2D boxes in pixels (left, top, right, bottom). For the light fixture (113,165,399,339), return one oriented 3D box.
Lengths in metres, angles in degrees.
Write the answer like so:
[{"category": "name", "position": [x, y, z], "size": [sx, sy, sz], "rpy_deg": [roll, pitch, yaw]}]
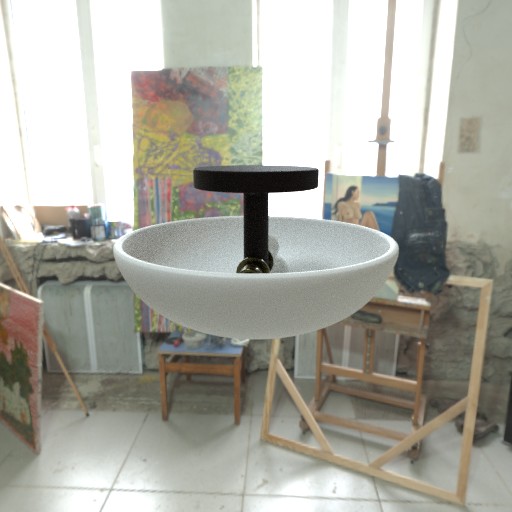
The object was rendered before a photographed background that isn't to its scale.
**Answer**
[{"category": "light fixture", "position": [0.000, 0.000, 0.543], "size": [0.331, 0.212, 0.331], "rpy_deg": [0, 14, 0]}]
